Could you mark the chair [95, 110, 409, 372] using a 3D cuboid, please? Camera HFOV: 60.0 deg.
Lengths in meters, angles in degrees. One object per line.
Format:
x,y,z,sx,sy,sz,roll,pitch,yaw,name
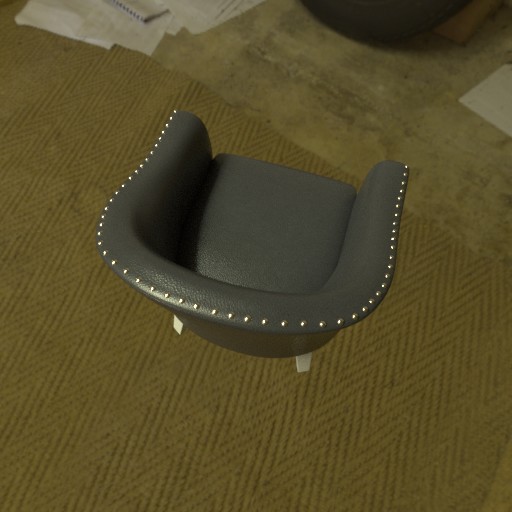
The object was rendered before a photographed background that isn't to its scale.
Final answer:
0.000,0.000,1.462,0.794,0.823,0.748,16,64,8,chair
